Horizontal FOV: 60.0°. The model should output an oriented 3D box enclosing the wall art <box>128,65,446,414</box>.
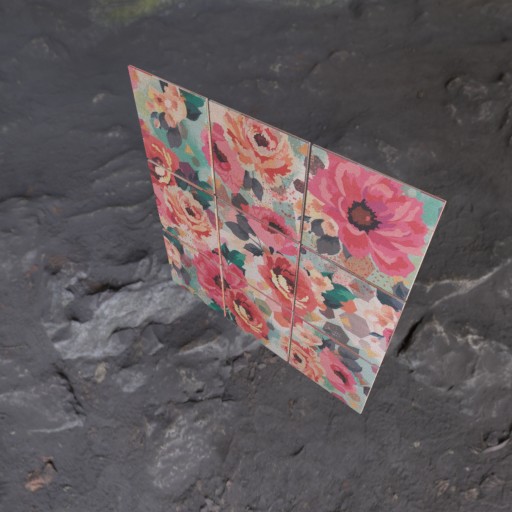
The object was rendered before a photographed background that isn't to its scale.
[{"bbox_3d":[0.000,0.000,2.251,1.521,1.519,0.013,31,54,26],"label":"wall art"}]
